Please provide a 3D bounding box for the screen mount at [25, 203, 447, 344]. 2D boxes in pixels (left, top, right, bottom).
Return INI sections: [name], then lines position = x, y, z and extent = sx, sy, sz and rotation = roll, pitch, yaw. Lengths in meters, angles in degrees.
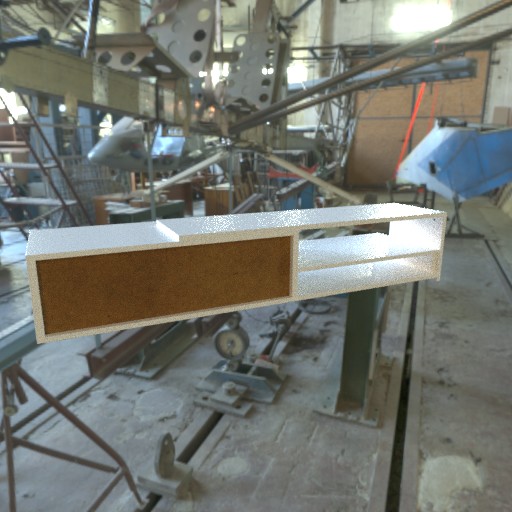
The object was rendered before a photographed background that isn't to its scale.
[screen mount]
position = 0.000, 0.000, 1.858
extent = 1.680, 0.320, 0.420
rotation = -7, 16, -24
